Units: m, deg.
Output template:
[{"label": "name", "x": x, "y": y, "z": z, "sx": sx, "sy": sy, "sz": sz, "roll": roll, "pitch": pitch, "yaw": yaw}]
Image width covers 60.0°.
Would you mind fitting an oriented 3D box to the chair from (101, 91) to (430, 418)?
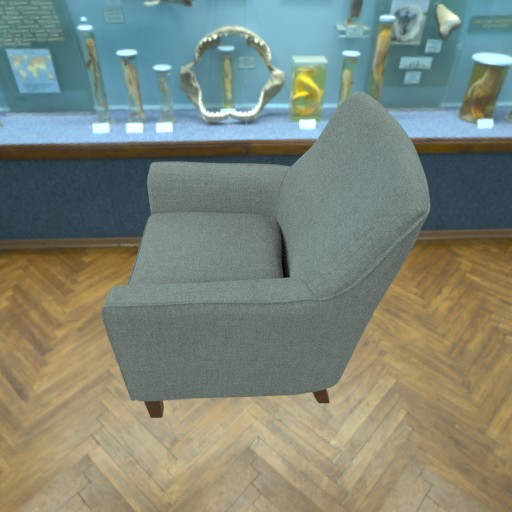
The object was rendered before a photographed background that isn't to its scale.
[{"label": "chair", "x": 0.000, "y": 0.000, "z": 1.769, "sx": 0.993, "sy": 1.047, "sz": 0.887, "roll": -1, "pitch": 40, "yaw": -1}]
